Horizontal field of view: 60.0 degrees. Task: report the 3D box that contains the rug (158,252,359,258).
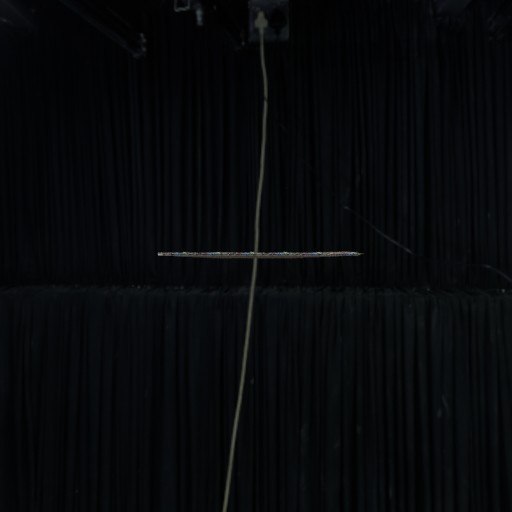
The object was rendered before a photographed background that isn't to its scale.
[{"bbox_3d":[0.000,0.000,2.672,0.695,0.017,2.455,0,0,0],"label":"rug"}]
